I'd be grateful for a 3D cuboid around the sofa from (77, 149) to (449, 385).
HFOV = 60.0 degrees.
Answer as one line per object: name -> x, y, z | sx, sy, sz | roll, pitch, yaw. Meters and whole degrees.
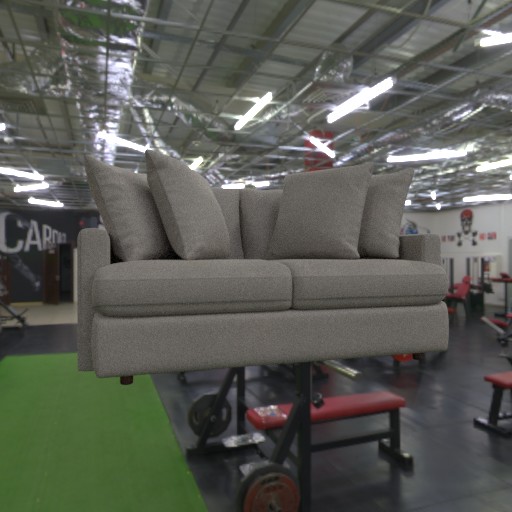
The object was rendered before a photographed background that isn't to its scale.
sofa -> 0.000, 0.000, 2.583 | 1.869, 1.080, 1.228 | 0, 0, -17
